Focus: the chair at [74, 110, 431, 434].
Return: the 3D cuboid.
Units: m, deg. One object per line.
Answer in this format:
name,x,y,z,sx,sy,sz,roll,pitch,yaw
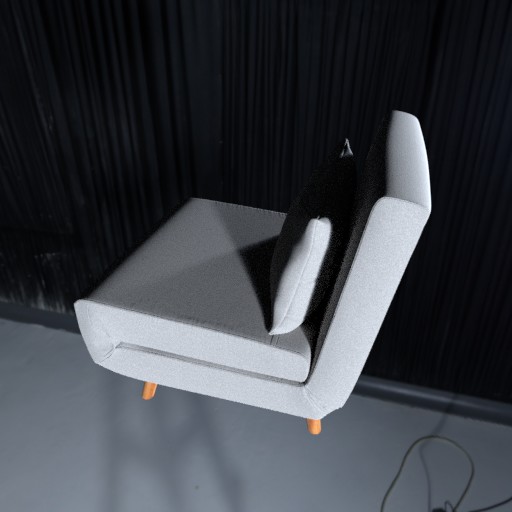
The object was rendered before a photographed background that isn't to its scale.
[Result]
chair,0.000,0.000,1.420,0.902,0.808,0.770,8,31,13
